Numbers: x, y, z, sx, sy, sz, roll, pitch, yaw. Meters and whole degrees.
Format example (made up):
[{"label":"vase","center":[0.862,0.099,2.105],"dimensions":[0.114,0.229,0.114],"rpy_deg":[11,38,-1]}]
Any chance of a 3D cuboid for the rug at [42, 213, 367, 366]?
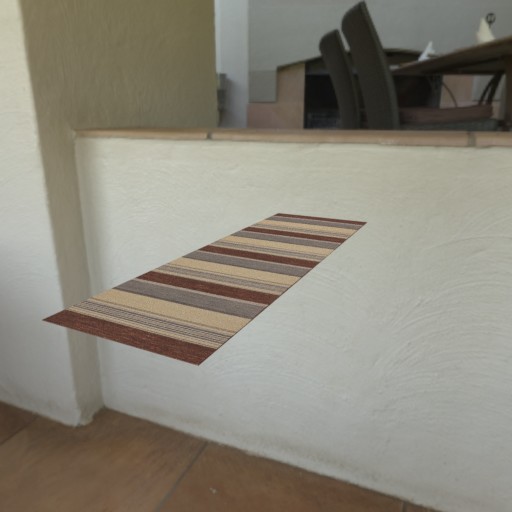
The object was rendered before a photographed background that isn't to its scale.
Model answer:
[{"label":"rug","center":[0.000,0.000,2.738],"dimensions":[0.792,0.006,2.437],"rpy_deg":[9,19,26]}]
